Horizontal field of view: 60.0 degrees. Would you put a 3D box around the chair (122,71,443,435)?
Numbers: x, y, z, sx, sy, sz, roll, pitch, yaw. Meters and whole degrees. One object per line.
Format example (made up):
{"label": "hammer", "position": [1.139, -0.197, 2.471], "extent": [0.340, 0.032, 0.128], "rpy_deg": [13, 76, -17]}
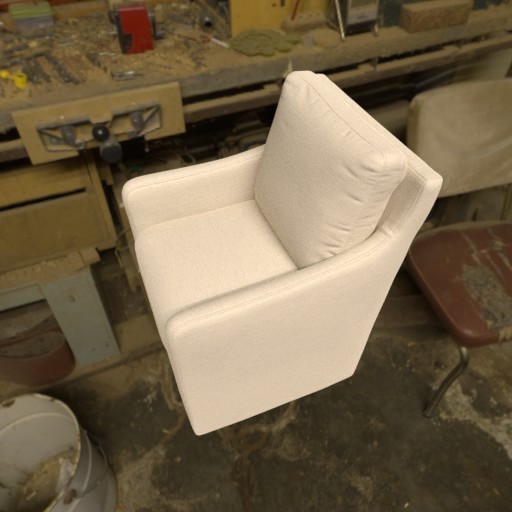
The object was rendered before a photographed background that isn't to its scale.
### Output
{"label": "chair", "position": [0.000, 0.000, 1.381], "extent": [0.694, 0.914, 0.626], "rpy_deg": [-17, 49, -15]}
